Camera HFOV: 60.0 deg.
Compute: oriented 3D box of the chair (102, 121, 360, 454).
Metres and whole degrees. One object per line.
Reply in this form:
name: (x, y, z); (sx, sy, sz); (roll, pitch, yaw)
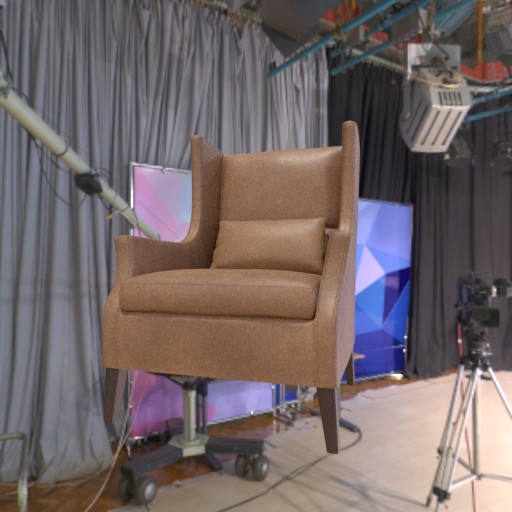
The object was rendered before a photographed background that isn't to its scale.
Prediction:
chair: (0.000, 0.000, 1.734); (0.815, 1.088, 0.913); (0, 0, 18)
